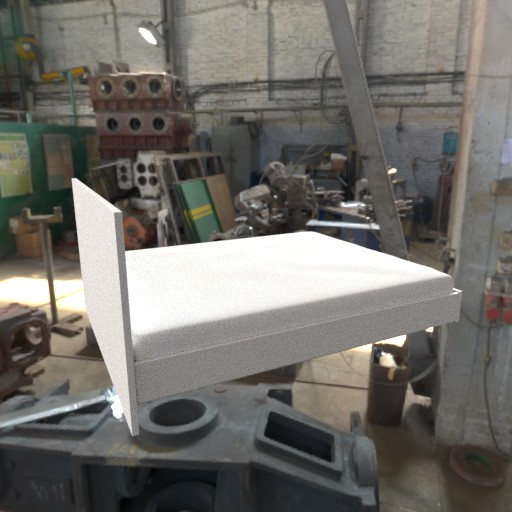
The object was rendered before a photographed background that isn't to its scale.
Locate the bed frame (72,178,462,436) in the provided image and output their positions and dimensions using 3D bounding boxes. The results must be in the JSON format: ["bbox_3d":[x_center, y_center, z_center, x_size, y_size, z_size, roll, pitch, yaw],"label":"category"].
[{"bbox_3d":[0.000,0.000,3.034,2.100,1.001,1.711,-7,16,-26],"label":"bed frame"}]
